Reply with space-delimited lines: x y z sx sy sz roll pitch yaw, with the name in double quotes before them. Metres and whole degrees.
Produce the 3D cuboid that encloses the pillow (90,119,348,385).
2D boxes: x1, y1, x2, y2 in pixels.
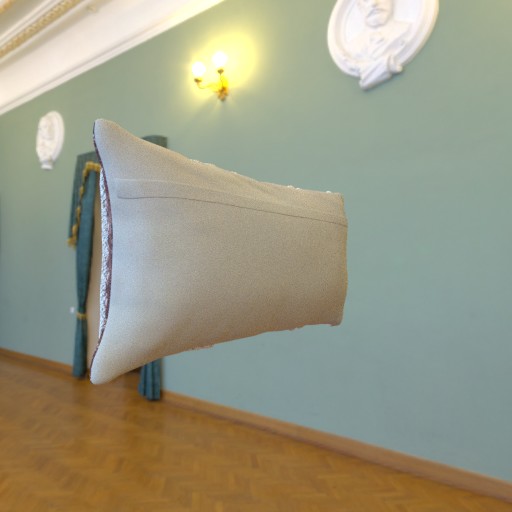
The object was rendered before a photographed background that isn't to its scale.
"pillow" 0.000 0.000 0.730 0.161 0.295 0.608 -1 -2 37
